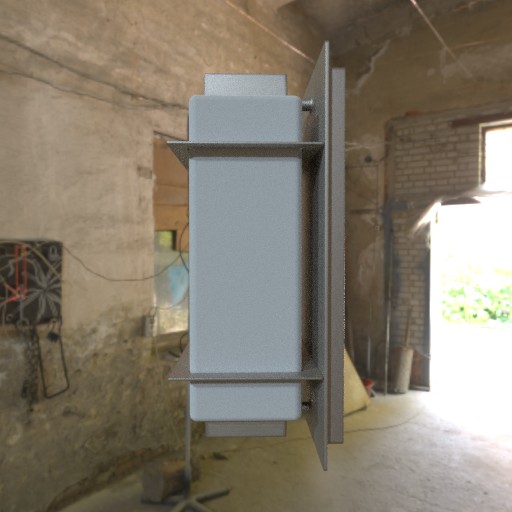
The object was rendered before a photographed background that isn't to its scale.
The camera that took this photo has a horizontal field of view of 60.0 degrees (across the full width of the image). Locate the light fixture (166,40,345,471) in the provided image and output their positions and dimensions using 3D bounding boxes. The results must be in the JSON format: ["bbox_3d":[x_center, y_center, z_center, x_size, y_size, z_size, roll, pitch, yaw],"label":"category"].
[{"bbox_3d":[0.000,0.000,0.472,0.160,0.380,0.168,0,1,-1],"label":"light fixture"}]
